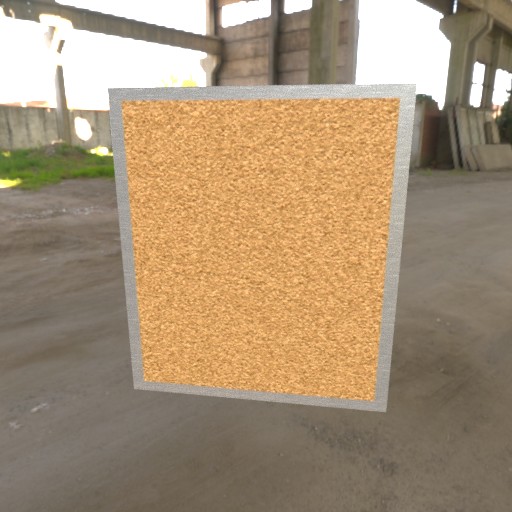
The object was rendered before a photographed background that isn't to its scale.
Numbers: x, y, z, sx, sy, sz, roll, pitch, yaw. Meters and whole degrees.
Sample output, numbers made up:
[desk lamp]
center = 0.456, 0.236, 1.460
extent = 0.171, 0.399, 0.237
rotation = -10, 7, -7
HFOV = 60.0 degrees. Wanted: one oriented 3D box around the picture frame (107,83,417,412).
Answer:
[picture frame]
center = 0.000, 0.000, 0.528
extent = 0.327, 0.378, 0.027
rotation = 2, 16, 9
